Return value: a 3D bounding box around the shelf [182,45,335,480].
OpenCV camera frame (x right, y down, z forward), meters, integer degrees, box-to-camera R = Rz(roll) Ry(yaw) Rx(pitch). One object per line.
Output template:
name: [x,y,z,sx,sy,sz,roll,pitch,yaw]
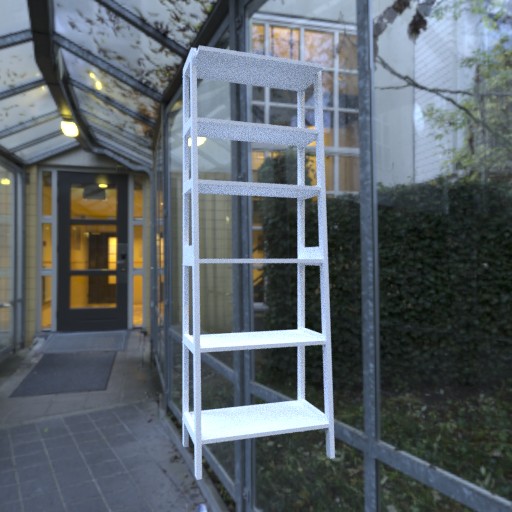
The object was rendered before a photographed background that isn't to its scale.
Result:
shelf: [0.000,0.000,2.159,0.660,1.892,0.381,0,0,-18]
